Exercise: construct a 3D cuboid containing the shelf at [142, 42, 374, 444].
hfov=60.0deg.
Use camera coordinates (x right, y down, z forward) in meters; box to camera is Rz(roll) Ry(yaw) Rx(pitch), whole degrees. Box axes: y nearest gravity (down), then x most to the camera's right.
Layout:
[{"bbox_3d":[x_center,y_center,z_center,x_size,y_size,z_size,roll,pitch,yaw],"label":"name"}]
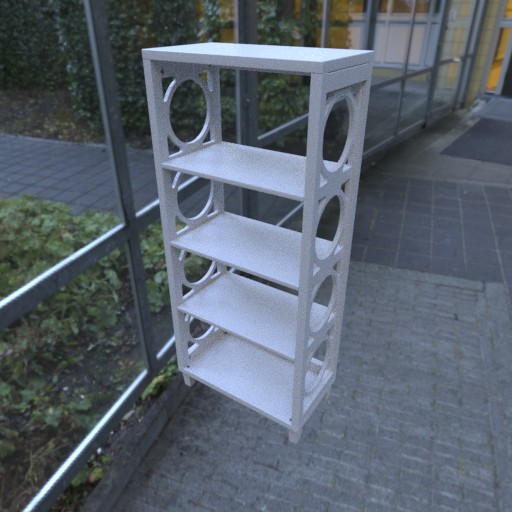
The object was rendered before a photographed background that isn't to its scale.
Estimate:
[{"bbox_3d":[0.000,0.000,1.668,0.611,1.411,0.340,18,34,29],"label":"shelf"}]
